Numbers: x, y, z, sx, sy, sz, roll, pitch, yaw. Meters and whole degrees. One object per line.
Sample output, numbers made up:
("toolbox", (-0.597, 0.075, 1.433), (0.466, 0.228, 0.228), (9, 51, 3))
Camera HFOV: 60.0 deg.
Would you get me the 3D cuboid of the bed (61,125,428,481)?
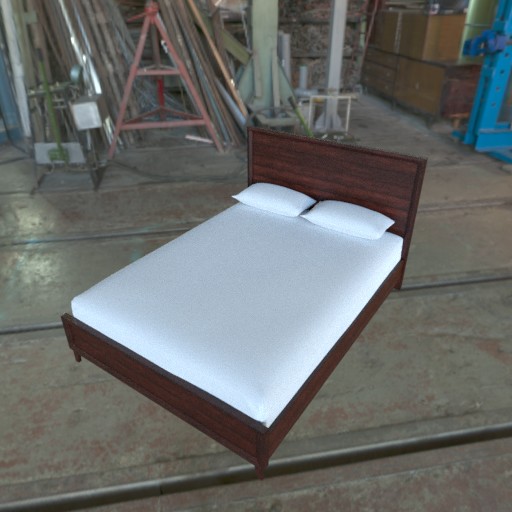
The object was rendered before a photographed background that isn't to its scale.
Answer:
("bed", (0.000, 0.000, 4.063), (2.040, 1.492, 2.803), (19, 36, 29))
